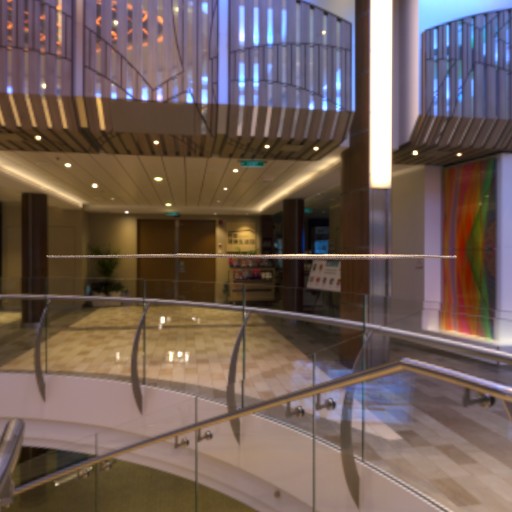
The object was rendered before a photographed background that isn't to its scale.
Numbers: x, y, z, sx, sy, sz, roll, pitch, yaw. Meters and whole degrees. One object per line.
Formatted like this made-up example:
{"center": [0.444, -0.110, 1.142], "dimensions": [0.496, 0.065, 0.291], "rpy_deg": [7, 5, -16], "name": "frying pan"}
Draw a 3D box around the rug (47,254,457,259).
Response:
{"center": [0.000, 0.000, 4.371], "dimensions": [3.245, 0.046, 2.467], "rpy_deg": [0, 0, 35], "name": "rug"}
